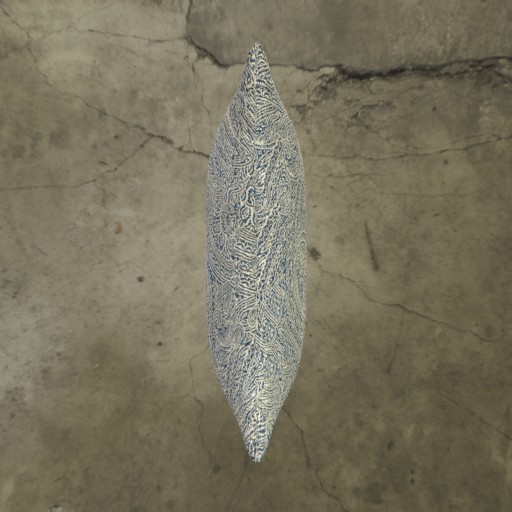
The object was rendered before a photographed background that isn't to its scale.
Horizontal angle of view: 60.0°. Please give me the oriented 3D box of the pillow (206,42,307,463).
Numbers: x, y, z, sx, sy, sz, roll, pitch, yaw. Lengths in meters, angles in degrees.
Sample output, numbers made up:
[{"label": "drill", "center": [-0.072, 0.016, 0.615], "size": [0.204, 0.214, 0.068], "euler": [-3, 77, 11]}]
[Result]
[{"label": "pillow", "center": [0.000, 0.000, 0.793], "size": [0.166, 0.510, 0.523], "euler": [0, 90, -1]}]
